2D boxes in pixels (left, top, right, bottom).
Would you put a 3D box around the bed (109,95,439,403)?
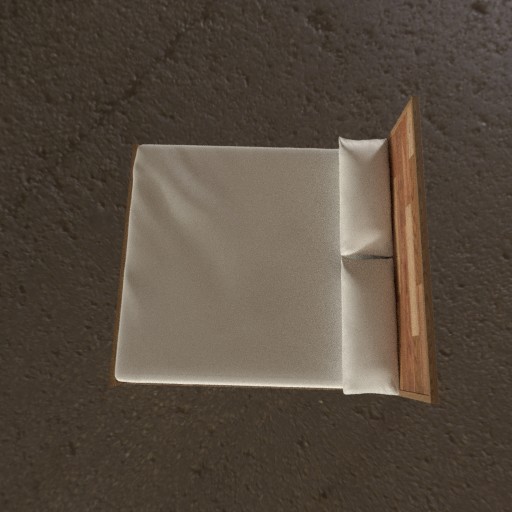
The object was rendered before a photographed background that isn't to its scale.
[{"bbox_3d":[0.000,0.000,3.444,2.184,1.295,2.013,2,76,0],"label":"bed"}]
